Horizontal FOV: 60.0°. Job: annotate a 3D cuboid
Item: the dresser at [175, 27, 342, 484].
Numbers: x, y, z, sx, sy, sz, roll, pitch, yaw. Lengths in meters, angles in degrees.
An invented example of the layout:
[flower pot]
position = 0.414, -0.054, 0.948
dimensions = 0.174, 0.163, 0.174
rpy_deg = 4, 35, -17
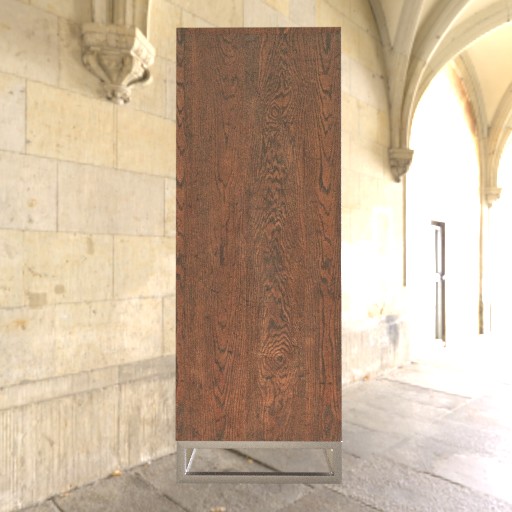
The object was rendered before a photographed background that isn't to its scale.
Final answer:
[dresser]
position = 0.000, 0.000, 1.764
dimensions = 0.508, 1.321, 0.965
rpy_deg = 0, -1, 1
